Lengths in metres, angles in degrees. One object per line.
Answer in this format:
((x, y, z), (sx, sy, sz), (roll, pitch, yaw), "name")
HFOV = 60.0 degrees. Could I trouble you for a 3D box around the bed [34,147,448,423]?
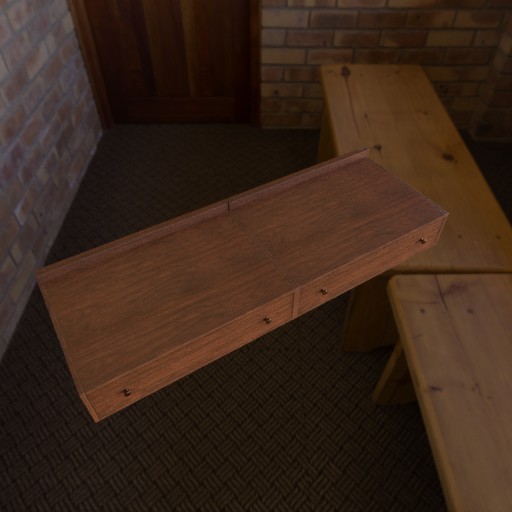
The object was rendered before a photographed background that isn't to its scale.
((0.000, 0.000, 2.380), (2.057, 0.326, 0.787), (-24, 50, -22), "bed")
